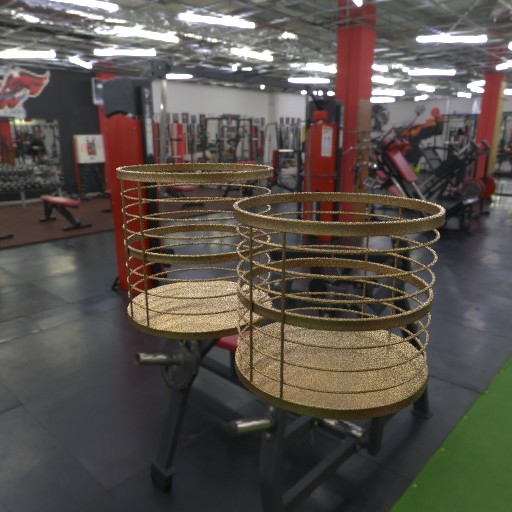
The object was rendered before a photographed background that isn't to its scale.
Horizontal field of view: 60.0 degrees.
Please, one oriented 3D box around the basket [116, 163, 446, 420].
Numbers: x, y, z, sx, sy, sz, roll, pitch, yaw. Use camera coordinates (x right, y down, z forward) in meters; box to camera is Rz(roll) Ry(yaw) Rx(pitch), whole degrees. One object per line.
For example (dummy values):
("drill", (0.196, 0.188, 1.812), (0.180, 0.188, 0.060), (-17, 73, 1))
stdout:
("basket", (0.000, 0.000, 0.936), (0.356, 0.351, 0.746), (-14, 21, -43))
